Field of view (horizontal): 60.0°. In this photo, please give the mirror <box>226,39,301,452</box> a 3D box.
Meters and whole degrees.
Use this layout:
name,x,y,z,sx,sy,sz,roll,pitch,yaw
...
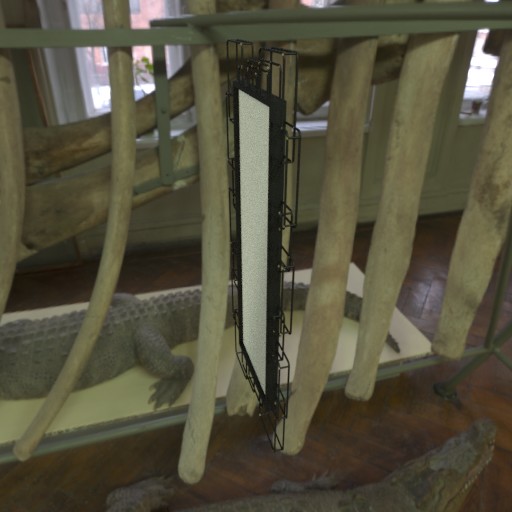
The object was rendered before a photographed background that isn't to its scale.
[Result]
name,x,y,z,sx,sy,sz,roll,pitch,yaw
mirror,0.000,0.000,1.380,0.037,1.192,0.565,-8,30,-14
